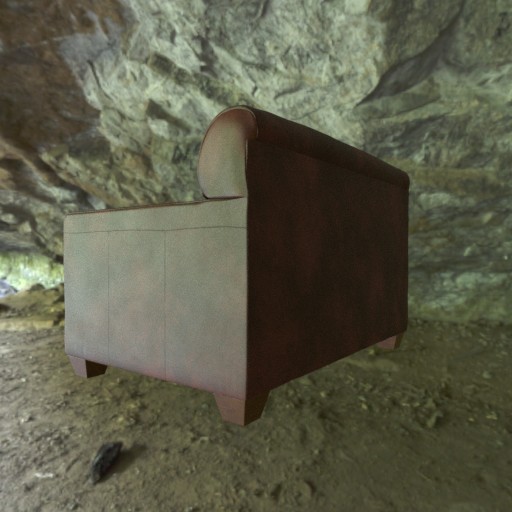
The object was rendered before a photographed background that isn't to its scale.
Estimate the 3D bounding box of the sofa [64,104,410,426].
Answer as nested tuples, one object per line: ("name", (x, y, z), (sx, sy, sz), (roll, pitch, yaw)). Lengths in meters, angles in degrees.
("sofa", (0.000, 0.000, 2.049), (1.000, 0.956, 1.413), (1, 1, 37))
